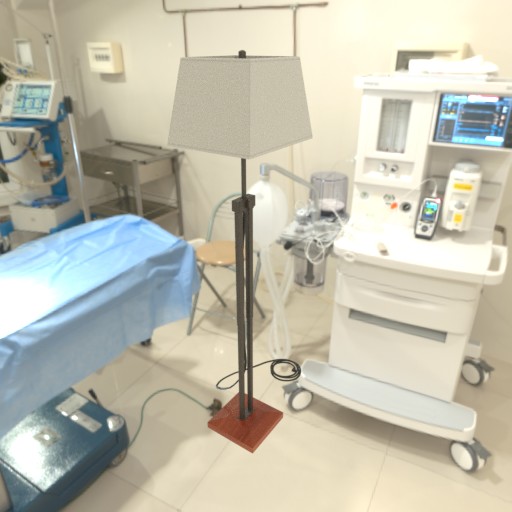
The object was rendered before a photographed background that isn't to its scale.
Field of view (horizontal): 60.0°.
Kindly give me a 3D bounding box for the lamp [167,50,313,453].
[{"bbox_3d":[0.000,0.000,2.026,0.472,1.712,0.745,17,31,31],"label":"lamp"}]
